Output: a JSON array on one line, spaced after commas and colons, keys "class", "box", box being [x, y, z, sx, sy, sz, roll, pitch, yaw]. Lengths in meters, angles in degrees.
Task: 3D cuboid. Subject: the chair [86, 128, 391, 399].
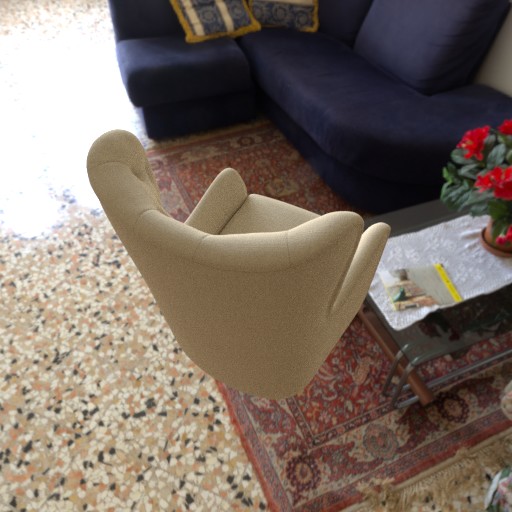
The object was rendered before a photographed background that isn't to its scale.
[{"class": "chair", "box": [0.000, 0.000, 1.730, 0.831, 1.079, 0.929, 24, 51, 21]}]
